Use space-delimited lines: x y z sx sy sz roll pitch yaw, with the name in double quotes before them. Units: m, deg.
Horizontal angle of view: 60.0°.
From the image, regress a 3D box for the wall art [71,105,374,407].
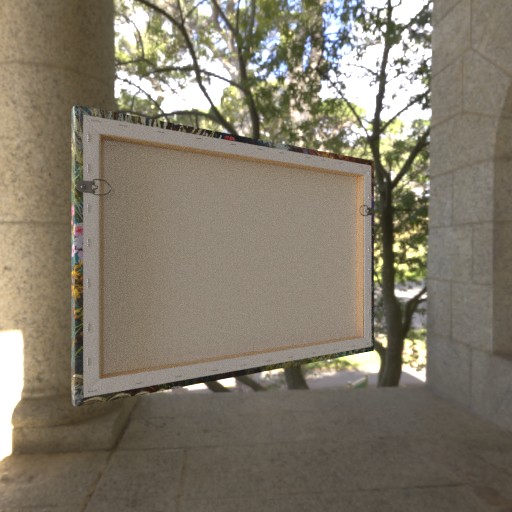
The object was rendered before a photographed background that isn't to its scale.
"wall art" 0.000 0.000 1.454 1.136 0.760 0.042 0 0 -35
